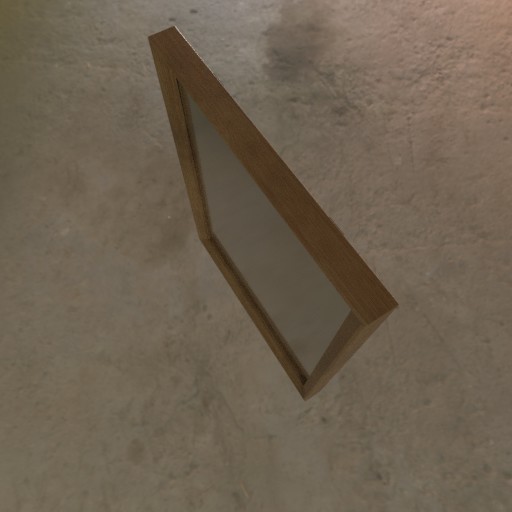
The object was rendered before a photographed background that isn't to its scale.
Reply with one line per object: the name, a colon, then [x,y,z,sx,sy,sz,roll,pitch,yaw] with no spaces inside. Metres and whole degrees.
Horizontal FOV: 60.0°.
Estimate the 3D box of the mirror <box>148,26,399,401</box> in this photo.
mirror: [0.000,0.000,0.674,0.041,0.509,0.406,-30,69,-13]
